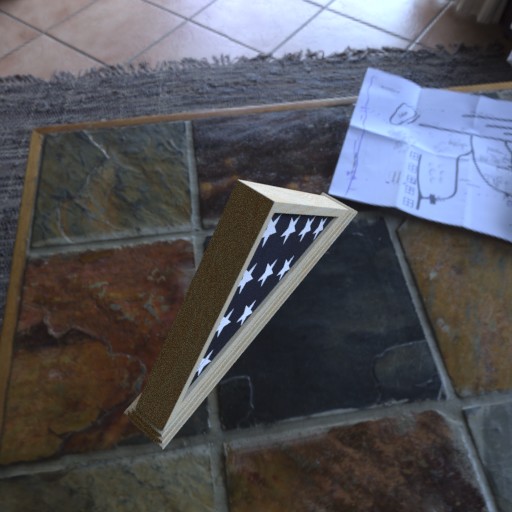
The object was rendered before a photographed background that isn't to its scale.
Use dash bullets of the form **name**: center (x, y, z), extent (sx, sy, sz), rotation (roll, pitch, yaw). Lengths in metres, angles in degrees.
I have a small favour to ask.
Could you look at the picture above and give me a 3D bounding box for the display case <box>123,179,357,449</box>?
- **display case**: center (0.000, 0.000, 0.760), extent (0.095, 0.340, 0.640), rotation (33, 63, 19)
